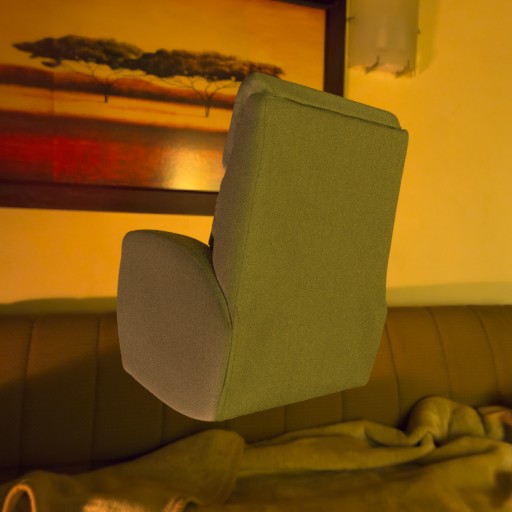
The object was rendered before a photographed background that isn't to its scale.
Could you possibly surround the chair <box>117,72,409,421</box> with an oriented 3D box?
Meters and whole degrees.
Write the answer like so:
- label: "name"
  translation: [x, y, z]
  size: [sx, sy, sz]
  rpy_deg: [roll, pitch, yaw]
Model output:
- label: "chair"
  translation: [0.000, 0.000, 1.662]
  size: [0.794, 1.016, 0.940]
  rpy_deg: [0, 0, -36]
